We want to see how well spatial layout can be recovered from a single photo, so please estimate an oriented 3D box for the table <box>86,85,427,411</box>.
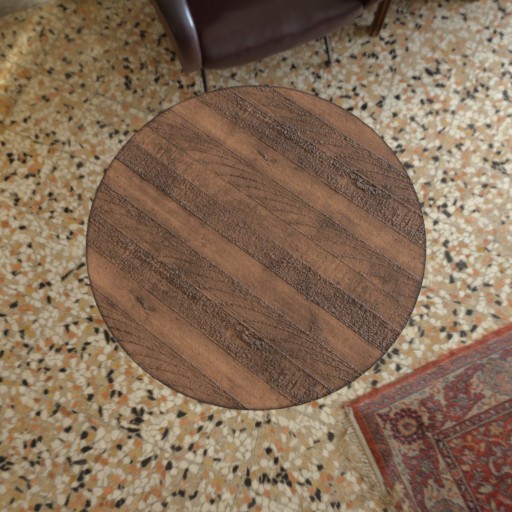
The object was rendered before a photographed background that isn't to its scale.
[{"bbox_3d":[0.000,0.000,1.316,0.837,0.462,0.837,0,75,0],"label":"table"}]
